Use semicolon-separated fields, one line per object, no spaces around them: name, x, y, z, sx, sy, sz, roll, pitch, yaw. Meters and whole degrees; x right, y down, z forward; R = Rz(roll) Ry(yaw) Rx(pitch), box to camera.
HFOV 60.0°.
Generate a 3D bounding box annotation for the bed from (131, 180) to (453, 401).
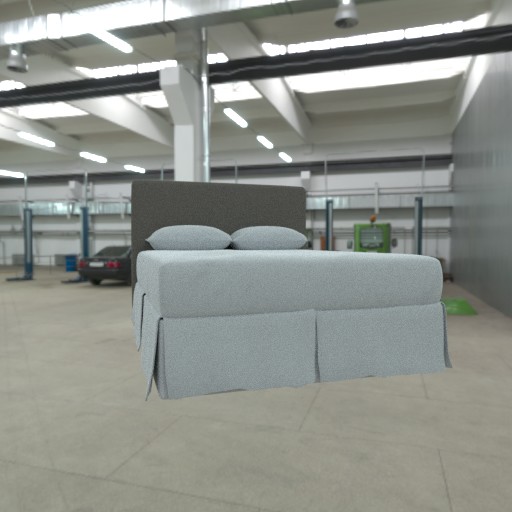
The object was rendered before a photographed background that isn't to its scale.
bed;0.000;0.000;3.273;1.748;1.330;2.142;-1;2;-18
